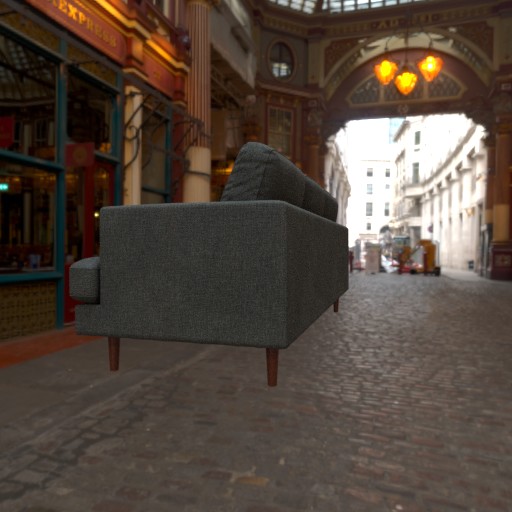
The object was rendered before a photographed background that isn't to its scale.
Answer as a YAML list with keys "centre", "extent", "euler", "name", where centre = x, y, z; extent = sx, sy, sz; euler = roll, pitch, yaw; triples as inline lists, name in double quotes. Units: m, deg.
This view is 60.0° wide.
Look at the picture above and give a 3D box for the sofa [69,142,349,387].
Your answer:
- centre: [0.000, 0.000, 2.689]
  extent: [0.903, 0.930, 2.246]
  euler: [0, 1, 17]
  name: "sofa"
